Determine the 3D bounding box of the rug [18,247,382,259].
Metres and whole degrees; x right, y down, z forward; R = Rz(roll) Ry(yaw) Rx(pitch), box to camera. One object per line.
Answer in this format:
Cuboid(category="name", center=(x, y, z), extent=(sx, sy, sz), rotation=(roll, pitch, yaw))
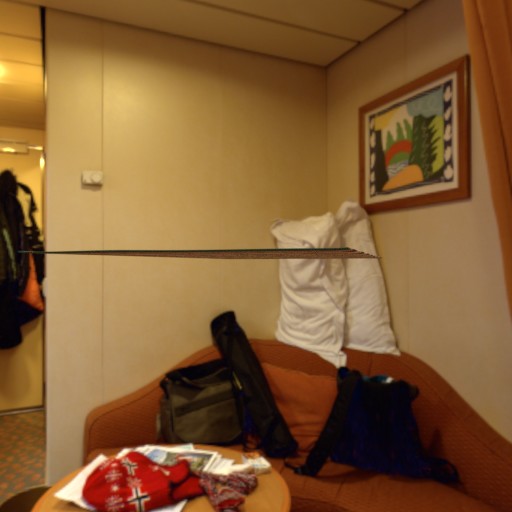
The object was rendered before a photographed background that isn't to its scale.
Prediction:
Cuboid(category="rug", center=(0.000, 0.000, 2.983), extent=(1.520, 0.011, 2.447), rotation=(0, -1, 19))
